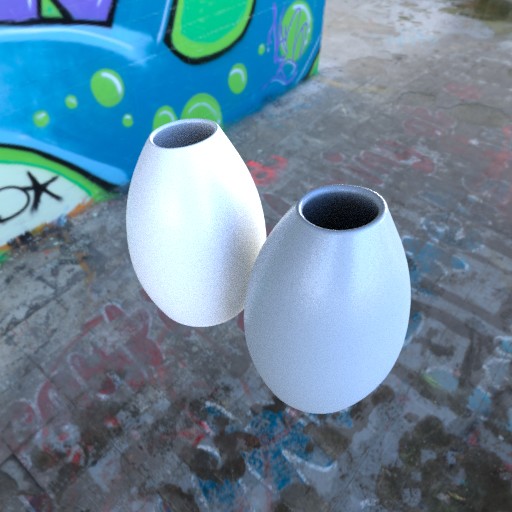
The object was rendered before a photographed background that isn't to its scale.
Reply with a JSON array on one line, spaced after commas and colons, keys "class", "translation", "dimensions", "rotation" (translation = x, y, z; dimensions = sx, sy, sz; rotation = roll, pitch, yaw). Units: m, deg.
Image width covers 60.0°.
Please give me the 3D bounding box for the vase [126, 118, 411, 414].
[{"class": "vase", "translation": [0.000, 0.000, 0.259], "dimensions": [0.187, 0.131, 0.089], "rotation": [30, 53, 26]}]
